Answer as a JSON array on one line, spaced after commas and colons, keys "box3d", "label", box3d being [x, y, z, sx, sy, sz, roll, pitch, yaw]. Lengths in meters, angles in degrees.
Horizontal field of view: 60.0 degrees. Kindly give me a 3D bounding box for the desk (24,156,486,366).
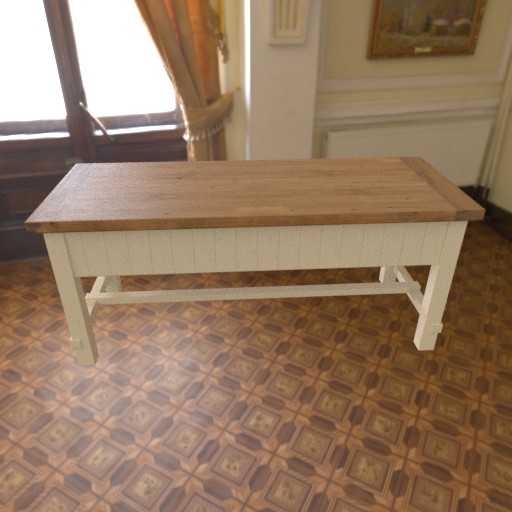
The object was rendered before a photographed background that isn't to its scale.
[{"box3d": [0.000, 0.000, 2.217, 1.803, 0.762, 0.688, -2, 30, -3], "label": "desk"}]
